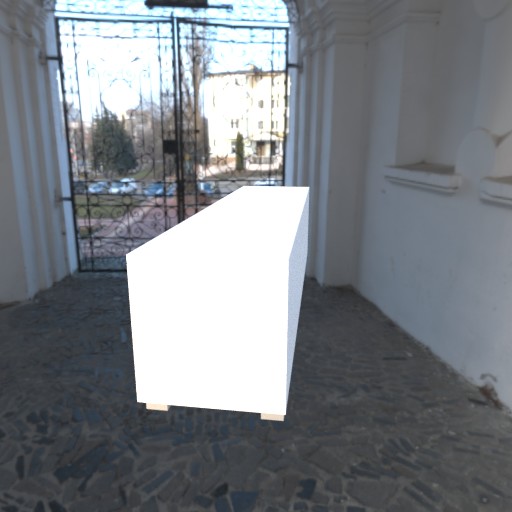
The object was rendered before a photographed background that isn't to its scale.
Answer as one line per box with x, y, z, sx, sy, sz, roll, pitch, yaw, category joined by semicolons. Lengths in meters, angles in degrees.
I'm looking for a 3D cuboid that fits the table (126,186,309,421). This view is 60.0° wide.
0.000;0.000;1.878;0.390;0.420;1.650;2;15;8;table
